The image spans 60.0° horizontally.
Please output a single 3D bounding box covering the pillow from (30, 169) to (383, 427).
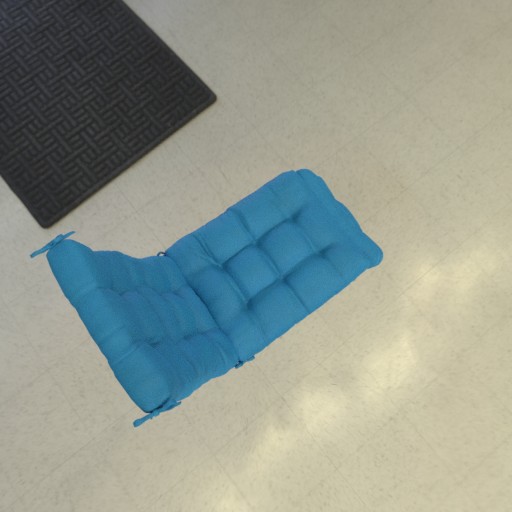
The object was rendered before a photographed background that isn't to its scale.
[{"bbox_3d":[0.000,0.000,1.485,1.016,0.863,0.526,-35,78,-9],"label":"pillow"}]
